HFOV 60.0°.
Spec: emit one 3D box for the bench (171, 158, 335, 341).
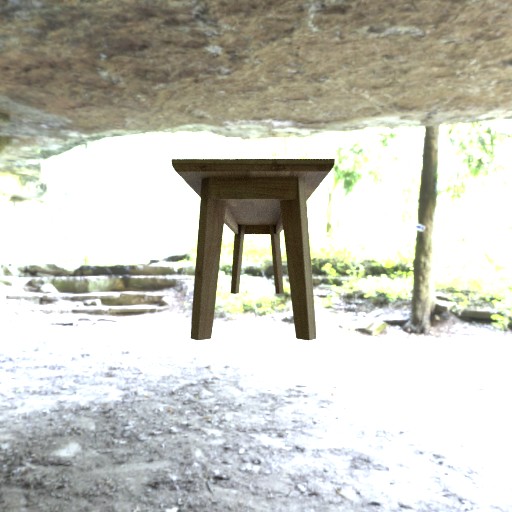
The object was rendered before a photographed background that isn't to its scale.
[{"bbox_3d":[0.000,0.000,1.862,0.378,0.431,1.698,0,-1,0],"label":"bench"}]
